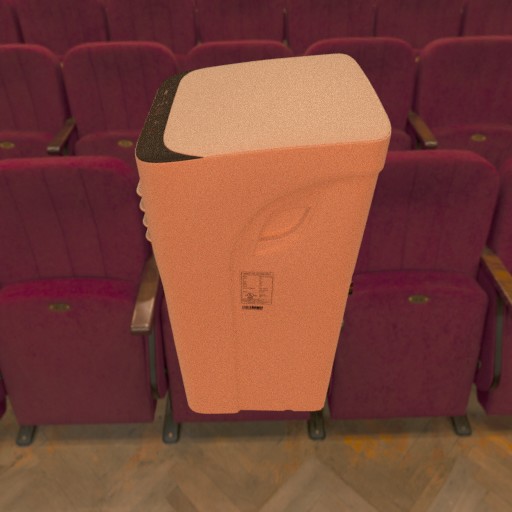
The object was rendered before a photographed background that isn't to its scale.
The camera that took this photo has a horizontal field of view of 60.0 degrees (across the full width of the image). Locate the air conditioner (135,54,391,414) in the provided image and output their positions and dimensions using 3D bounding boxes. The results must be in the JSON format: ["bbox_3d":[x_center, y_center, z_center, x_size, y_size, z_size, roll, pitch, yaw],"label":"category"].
[{"bbox_3d":[0.000,0.000,0.919,0.369,0.716,0.352,-1,41,-1],"label":"air conditioner"}]
